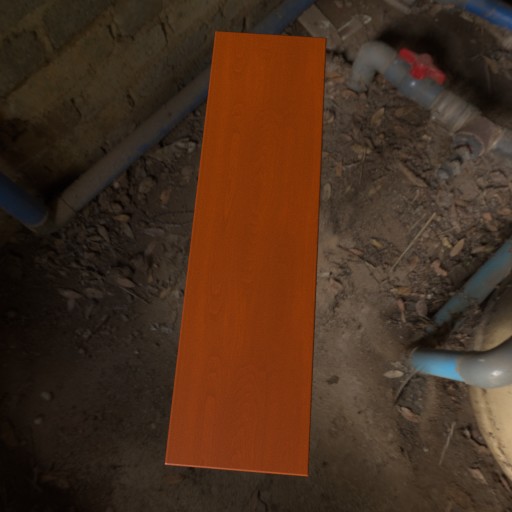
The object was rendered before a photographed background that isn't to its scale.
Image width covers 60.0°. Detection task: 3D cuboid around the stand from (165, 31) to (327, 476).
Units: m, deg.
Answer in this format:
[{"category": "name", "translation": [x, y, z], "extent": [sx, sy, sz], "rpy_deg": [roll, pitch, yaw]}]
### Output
[{"category": "stand", "translation": [0.000, 0.000, 1.707], "extent": [0.381, 0.762, 1.372], "rpy_deg": [4, 75, 1]}]
